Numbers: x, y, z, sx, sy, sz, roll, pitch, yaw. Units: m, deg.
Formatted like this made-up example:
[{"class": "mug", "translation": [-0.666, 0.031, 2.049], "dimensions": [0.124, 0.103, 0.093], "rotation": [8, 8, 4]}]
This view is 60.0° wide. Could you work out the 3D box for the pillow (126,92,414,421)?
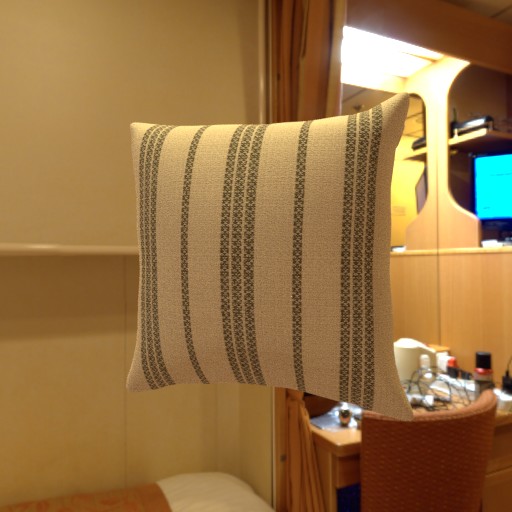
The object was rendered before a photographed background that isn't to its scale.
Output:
[{"class": "pillow", "translation": [0.000, 0.000, 0.608], "dimensions": [0.405, 0.406, 0.173], "rotation": [0, -1, 18]}]
